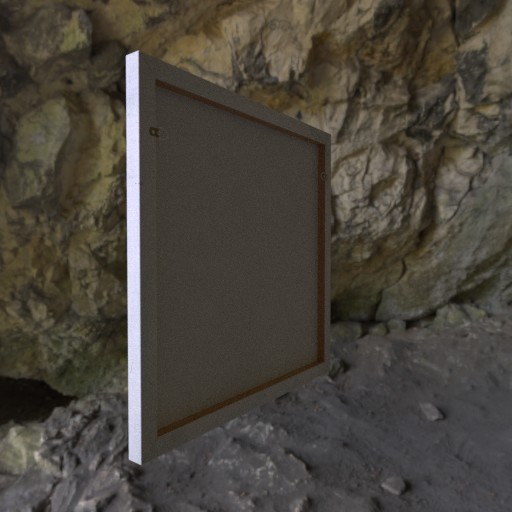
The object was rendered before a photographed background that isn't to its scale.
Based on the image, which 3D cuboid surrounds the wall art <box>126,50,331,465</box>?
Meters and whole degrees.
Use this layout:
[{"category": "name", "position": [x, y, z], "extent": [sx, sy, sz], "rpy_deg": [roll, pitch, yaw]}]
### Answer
[{"category": "wall art", "position": [0.000, 0.000, 1.128], "extent": [0.041, 0.762, 0.762], "rpy_deg": [1, 2, 36]}]
